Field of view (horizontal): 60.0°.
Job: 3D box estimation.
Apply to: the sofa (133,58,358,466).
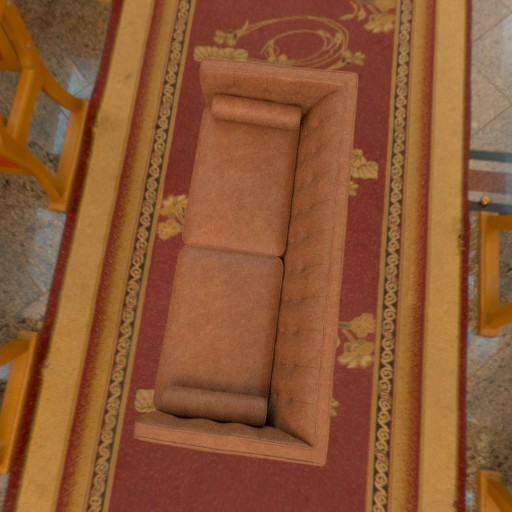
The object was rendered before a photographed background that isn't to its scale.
[{"bbox_3d":[0.000,0.000,2.629,0.912,0.798,2.079,7,76,2],"label":"sofa"}]
